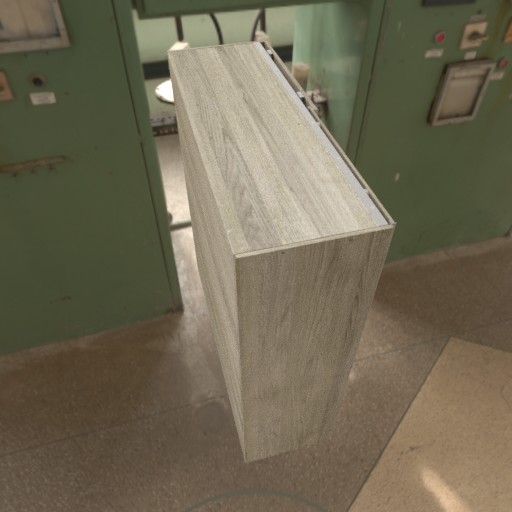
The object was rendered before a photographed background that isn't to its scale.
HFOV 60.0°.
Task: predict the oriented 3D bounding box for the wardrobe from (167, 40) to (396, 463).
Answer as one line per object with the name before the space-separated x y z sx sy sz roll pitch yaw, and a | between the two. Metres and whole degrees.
wardrobe | 0.000 0.000 2.836 0.629 1.960 1.780 -11 47 -10
